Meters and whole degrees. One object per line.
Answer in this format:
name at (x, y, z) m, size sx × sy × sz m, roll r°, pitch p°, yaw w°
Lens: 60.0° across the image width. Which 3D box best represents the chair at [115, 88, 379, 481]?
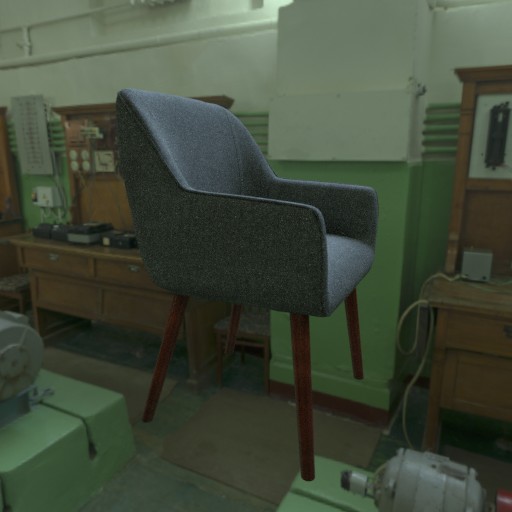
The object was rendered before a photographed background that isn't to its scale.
chair at (0.000, 0.000, 1.139) m, size 0.519 × 0.803 × 0.543 m, roll 6°, pitch 14°, yaw 25°
